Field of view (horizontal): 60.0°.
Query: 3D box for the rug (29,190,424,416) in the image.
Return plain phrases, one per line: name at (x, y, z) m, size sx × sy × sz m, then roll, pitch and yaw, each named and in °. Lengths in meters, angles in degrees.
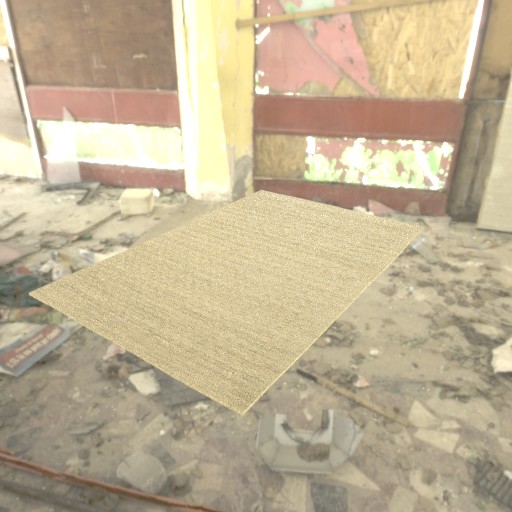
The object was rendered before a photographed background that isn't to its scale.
rug at (0.000, 0.000, 2.950) m, size 1.532 × 0.018 × 2.297 m, roll 18°, pitch 32°, yaw 32°
